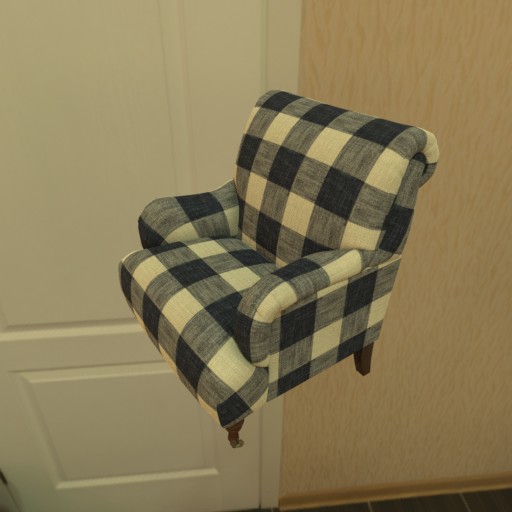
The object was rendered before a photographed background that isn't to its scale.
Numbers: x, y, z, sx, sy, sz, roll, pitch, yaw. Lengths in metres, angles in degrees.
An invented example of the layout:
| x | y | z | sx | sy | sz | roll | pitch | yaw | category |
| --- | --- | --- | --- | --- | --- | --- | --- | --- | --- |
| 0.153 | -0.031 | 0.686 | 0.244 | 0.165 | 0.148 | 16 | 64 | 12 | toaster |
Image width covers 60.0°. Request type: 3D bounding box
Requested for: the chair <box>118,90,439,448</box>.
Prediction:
| x | y | z | sx | sy | sz | roll | pitch | yaw | category |
| --- | --- | --- | --- | --- | --- | --- | --- | --- | --- |
| 0.000 | 0.000 | 1.583 | 0.848 | 0.953 | 0.781 | -20 | 37 | -29 | chair |
